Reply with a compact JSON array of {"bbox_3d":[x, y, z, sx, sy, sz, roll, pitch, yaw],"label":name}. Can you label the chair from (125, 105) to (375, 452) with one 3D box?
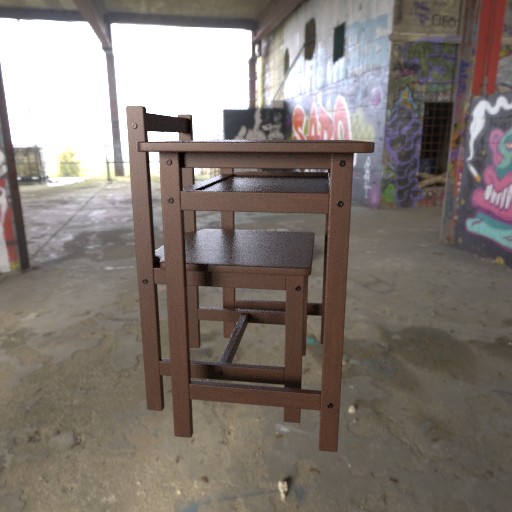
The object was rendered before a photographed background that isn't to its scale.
[{"bbox_3d":[0.000,0.000,1.072,0.463,0.673,0.599,2,15,8],"label":"chair"}]
